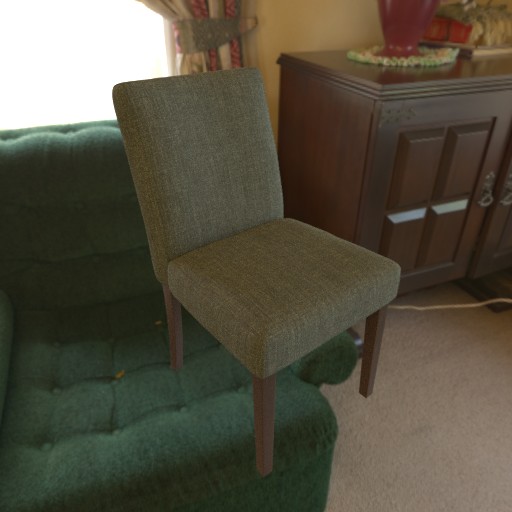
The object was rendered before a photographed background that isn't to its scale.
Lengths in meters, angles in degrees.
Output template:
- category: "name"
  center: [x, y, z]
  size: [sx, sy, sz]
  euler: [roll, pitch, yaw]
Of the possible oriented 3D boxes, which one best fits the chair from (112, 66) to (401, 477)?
- category: "chair"
  center: [0.000, 0.000, 1.227]
  size: [0.487, 0.884, 0.629]
  euler: [-23, 38, -32]
